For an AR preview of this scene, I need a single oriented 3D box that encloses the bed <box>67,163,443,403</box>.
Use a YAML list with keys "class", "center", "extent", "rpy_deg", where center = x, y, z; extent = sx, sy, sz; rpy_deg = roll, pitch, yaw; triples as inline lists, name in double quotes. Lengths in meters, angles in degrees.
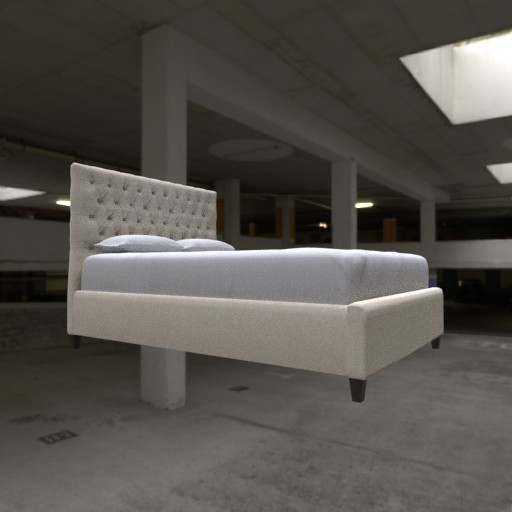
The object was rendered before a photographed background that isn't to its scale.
- class: "bed"
  center: [0.000, 0.000, 3.426]
  extent: [2.387, 1.427, 1.698]
  rpy_deg: [-1, -1, 35]
